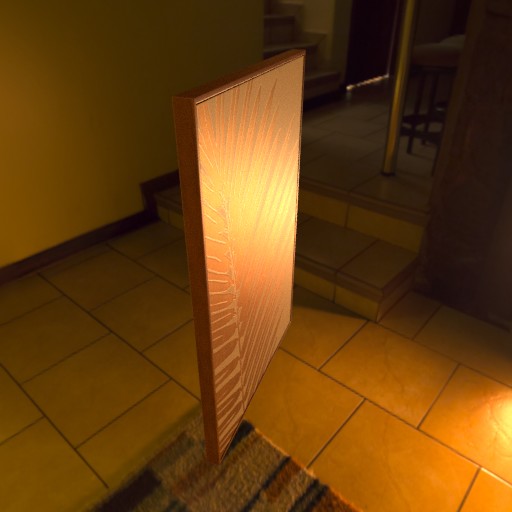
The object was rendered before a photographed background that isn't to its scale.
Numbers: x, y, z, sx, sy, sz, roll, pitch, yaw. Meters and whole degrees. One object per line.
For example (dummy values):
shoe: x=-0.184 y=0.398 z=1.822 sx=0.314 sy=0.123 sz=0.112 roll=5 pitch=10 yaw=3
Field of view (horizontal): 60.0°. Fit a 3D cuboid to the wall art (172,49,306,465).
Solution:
wall art: x=0.000 y=0.000 z=1.153 sx=0.037 sy=0.914 sz=0.610 roll=12 pitch=33 yaw=18
